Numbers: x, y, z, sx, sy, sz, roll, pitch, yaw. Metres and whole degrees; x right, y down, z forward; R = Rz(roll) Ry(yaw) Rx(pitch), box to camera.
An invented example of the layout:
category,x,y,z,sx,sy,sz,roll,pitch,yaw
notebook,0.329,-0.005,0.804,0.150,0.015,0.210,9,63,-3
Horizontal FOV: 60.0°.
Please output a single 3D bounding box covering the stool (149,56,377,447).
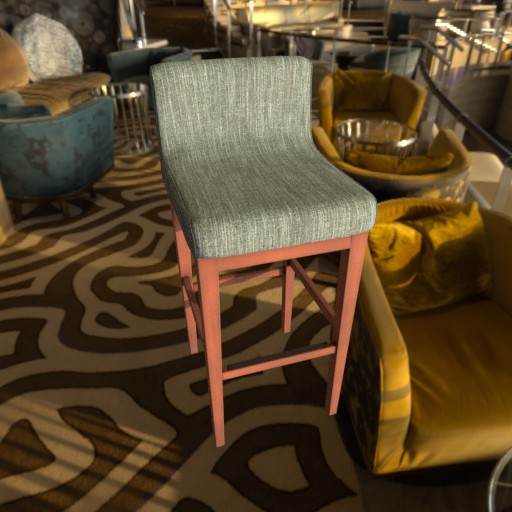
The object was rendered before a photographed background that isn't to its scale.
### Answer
category,x,y,z,sx,sy,sz,roll,pitch,yaw
stool,0.000,0.000,1.240,0.426,0.965,0.499,-10,34,-15
